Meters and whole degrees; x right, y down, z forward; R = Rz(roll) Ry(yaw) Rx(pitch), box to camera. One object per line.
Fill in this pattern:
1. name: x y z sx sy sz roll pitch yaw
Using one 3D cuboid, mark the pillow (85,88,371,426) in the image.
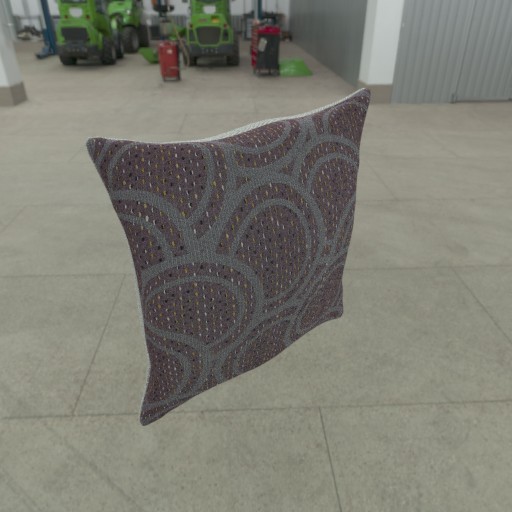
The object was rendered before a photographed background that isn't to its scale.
1. pillow: 0.000 0.000 0.788 0.514 0.513 0.163 -22 37 -32
